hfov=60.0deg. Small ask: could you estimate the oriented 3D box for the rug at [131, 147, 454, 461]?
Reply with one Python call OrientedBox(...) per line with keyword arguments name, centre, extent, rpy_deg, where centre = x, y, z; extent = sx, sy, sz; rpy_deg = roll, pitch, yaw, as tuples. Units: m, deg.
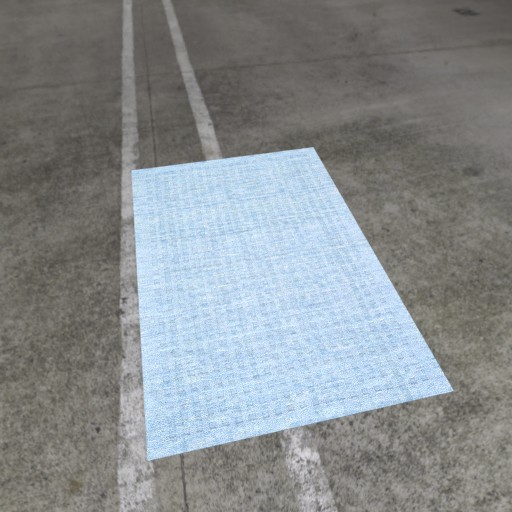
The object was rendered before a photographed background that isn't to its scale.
OrientedBox(name="rug", centre=(0.000, 0.000, 2.887), extent=(1.522, 0.006, 2.286), rpy_deg=(-9, 47, -9))
